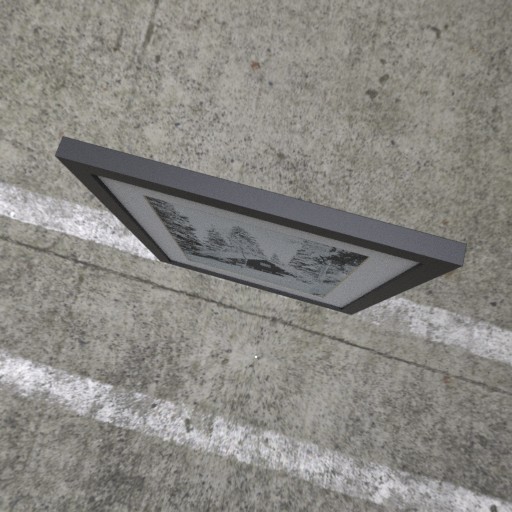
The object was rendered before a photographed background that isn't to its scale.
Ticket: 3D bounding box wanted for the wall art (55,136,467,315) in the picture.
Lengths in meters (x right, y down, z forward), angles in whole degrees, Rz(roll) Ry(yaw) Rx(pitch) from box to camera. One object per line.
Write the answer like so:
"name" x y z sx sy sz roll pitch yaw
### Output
"wall art" 0.000 0.000 0.535 0.325 0.397 0.018 15 78 3
